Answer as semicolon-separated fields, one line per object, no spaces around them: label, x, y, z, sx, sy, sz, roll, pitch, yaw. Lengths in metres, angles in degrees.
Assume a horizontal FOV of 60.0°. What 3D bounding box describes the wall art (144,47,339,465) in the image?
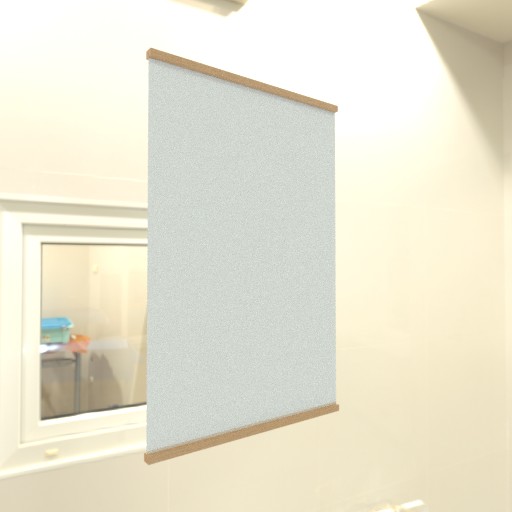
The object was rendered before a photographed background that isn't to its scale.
wall art;0.000;0.000;0.647;0.335;0.510;0.013;1;-2;-37
